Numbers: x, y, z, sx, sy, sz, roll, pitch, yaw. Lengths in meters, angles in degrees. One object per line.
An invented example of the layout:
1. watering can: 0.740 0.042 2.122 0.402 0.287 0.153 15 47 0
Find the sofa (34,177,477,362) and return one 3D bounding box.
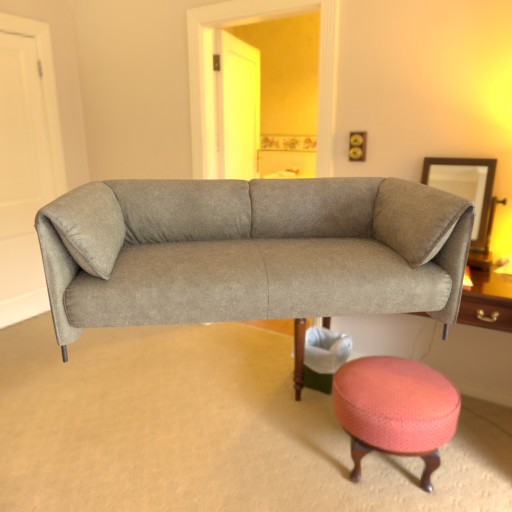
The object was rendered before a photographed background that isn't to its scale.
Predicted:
1. sofa: 0.000 0.000 2.327 1.878 0.747 0.905 -2 16 -7
